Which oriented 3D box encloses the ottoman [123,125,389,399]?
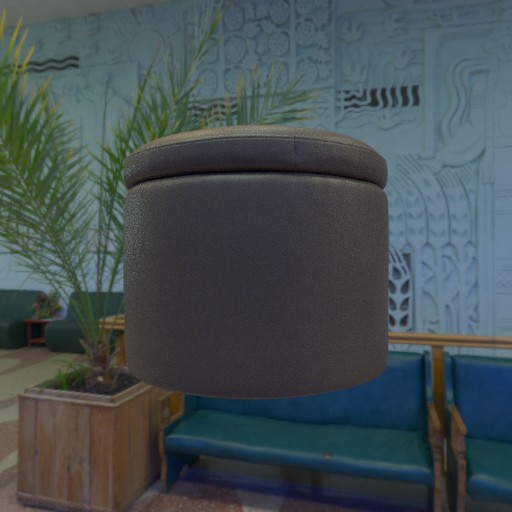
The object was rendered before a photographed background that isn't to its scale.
[{"bbox_3d":[0.000,0.000,0.870,0.500,0.409,0.500,0,0,0],"label":"ottoman"}]
